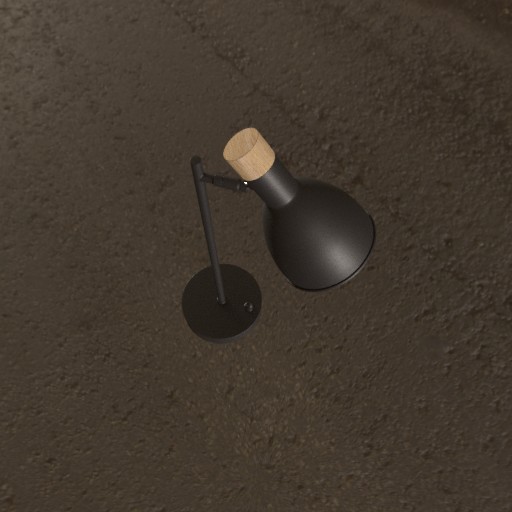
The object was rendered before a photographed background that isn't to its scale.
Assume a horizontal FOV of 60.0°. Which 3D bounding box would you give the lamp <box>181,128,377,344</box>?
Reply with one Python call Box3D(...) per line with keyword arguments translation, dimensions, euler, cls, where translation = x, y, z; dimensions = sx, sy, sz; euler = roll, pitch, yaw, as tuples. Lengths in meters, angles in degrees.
Box3D(translation=(0.000, 0.000, 0.628), dimensions=(0.287, 0.483, 0.152), euler=(14, 64, 7), cls="lamp")
